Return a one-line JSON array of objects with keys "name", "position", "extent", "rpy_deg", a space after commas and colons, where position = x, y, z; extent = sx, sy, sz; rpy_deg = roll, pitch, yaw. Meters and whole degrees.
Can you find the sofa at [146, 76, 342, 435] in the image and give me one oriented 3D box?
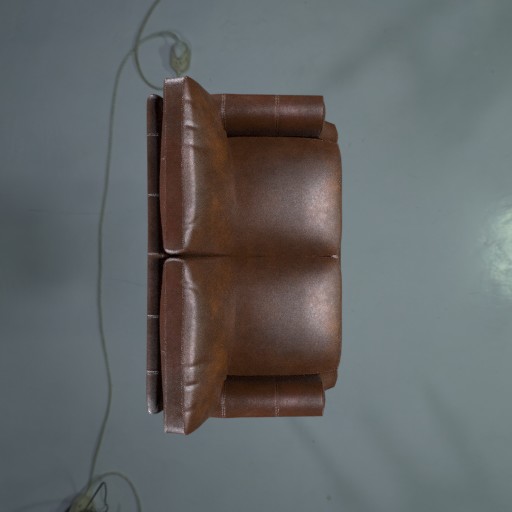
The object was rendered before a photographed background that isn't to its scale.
[{"name": "sofa", "position": [0.000, 0.000, 2.300], "extent": [0.990, 0.976, 1.616], "rpy_deg": [0, 90, 0]}]
